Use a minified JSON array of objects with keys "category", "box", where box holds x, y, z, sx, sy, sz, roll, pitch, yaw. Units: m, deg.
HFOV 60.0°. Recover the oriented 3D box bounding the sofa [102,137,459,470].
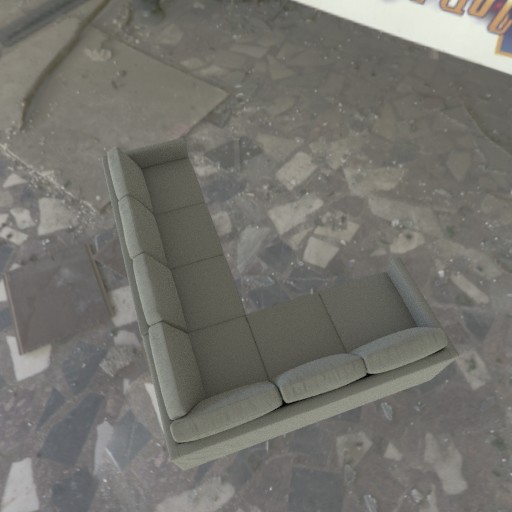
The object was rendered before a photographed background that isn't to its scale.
[{"category":"sofa","box":[0.000,0.000,4.390,2.432,0.871,3.182,-16,60,-10]}]
